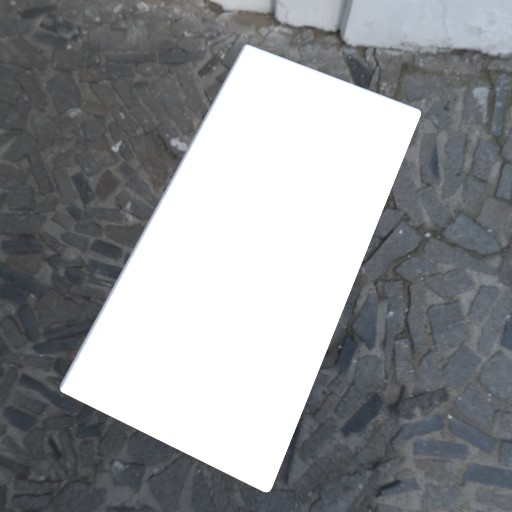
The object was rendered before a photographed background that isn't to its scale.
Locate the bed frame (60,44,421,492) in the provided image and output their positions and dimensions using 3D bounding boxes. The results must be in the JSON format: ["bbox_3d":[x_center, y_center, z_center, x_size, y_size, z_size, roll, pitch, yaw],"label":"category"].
[{"bbox_3d":[0.000,0.000,2.395,1.023,0.659,1.950,23,76,6],"label":"bed frame"}]
